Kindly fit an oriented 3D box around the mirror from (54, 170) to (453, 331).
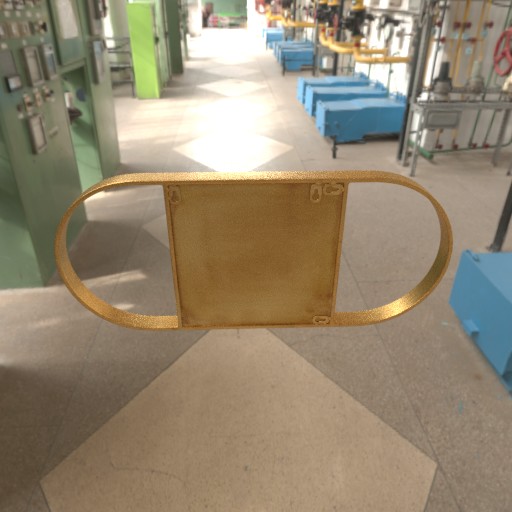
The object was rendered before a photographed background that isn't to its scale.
[{"bbox_3d":[0.000,0.000,0.668,0.584,0.254,0.032,-1,30,-2],"label":"mirror"}]
